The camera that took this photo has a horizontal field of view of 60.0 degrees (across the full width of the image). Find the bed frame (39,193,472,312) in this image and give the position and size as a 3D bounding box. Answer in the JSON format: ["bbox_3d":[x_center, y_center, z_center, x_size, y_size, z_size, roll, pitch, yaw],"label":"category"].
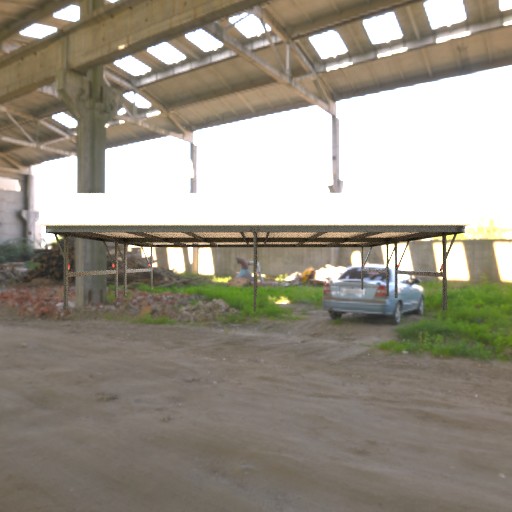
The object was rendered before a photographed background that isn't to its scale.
[{"bbox_3d":[0.000,0.000,3.039,2.032,0.559,1.930,0,-1,0],"label":"bed frame"}]
